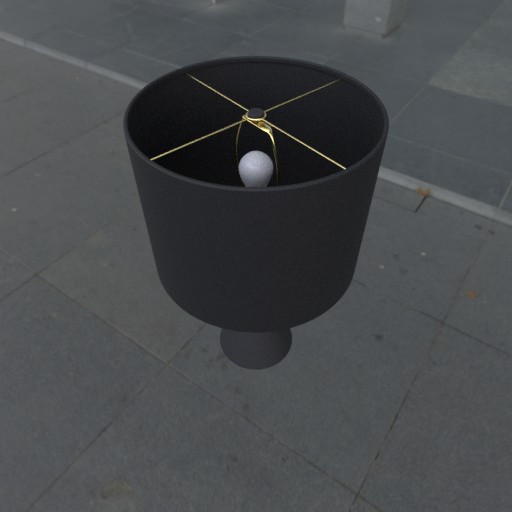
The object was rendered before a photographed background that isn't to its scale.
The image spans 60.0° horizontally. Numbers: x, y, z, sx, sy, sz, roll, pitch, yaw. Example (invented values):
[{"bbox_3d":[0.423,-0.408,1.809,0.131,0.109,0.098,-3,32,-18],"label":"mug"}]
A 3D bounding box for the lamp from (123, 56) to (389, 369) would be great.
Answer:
[{"bbox_3d":[0.000,0.000,0.820,0.359,0.584,0.359,-31,54,-26],"label":"lamp"}]
